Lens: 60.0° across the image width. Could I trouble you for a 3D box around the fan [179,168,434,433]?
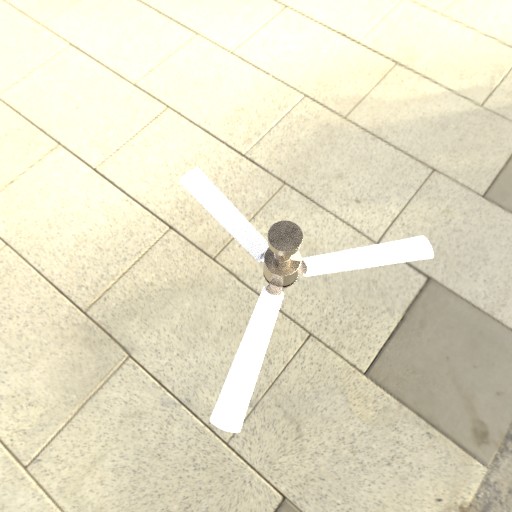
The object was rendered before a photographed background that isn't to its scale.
[{"bbox_3d":[0.000,0.000,2.342,1.531,0.446,1.561,34,69,15],"label":"fan"}]
